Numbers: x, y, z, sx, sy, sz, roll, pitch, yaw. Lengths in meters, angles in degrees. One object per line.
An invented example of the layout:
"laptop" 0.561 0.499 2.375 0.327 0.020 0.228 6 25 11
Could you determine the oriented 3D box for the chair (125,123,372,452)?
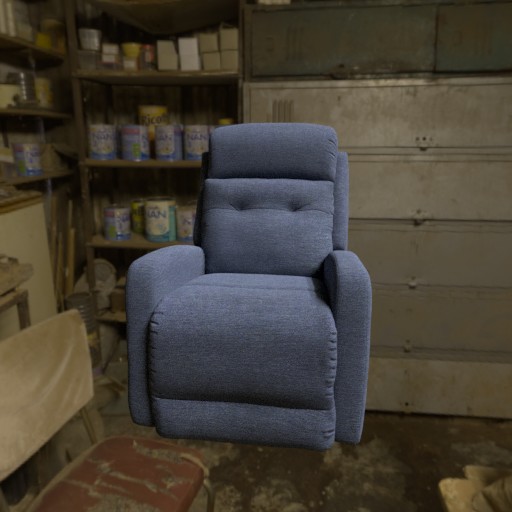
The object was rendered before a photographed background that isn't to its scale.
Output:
"chair" 0.000 0.000 1.725 0.798 1.013 1.043 2 15 8
